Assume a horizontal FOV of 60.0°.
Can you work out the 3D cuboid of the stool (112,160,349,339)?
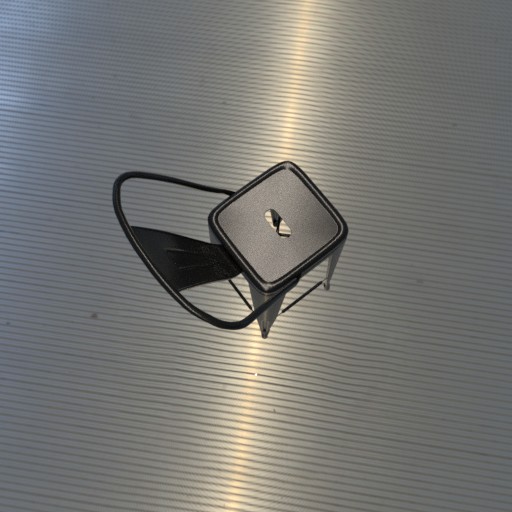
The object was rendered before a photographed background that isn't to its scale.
[{"bbox_3d":[0.000,0.000,1.358,0.513,1.096,0.399,-36,78,-9],"label":"stool"}]
